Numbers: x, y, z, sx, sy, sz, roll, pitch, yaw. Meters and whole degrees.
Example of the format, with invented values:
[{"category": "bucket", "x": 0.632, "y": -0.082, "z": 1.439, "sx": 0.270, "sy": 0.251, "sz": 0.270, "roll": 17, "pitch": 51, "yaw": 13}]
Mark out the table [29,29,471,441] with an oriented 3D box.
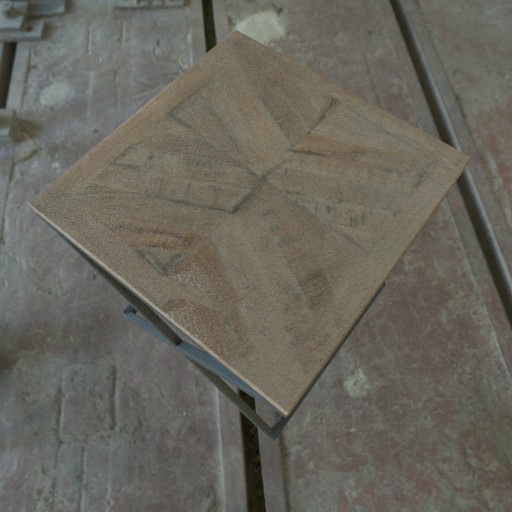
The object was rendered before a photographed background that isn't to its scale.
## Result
[{"category": "table", "x": 0.000, "y": 0.000, "z": 0.939, "sx": 0.498, "sy": 0.550, "sz": 0.499, "roll": 35, "pitch": 69, "yaw": 16}]
